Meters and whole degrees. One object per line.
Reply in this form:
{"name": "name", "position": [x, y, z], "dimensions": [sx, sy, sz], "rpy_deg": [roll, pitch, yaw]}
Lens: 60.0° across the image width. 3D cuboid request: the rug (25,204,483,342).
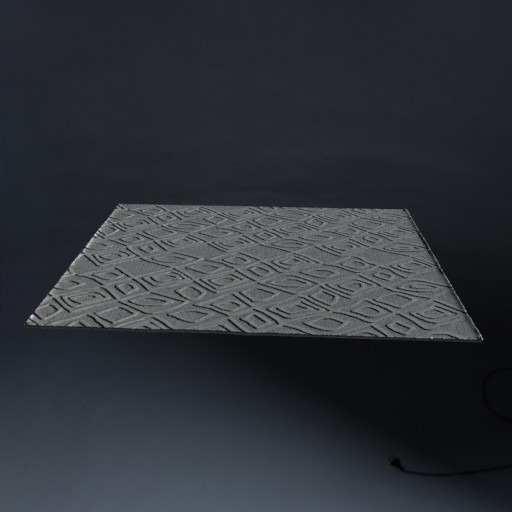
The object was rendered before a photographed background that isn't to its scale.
{"name": "rug", "position": [0.000, 0.000, 2.283], "dimensions": [1.832, 0.016, 1.224], "rpy_deg": [1, 30, 2]}
